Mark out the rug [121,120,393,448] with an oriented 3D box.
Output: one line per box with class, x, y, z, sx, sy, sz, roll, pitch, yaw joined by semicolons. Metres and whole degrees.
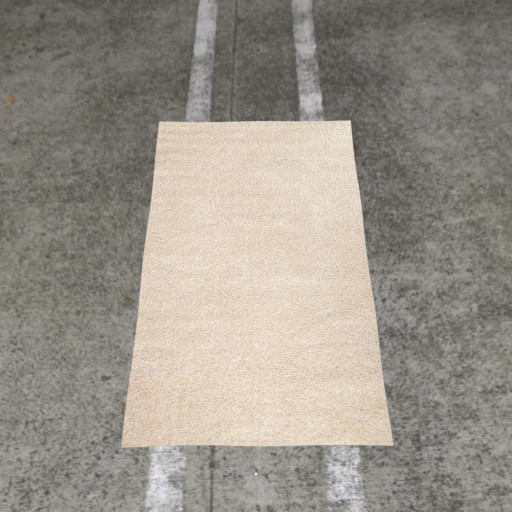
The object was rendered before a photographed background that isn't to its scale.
rug;0.000;0.000;2.964;1.500;0.025;2.346;0;64;0
